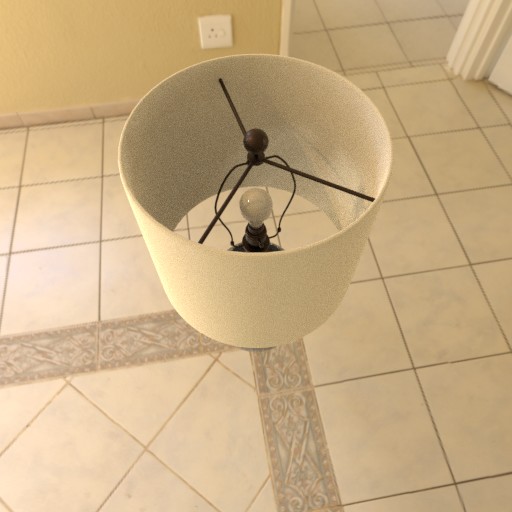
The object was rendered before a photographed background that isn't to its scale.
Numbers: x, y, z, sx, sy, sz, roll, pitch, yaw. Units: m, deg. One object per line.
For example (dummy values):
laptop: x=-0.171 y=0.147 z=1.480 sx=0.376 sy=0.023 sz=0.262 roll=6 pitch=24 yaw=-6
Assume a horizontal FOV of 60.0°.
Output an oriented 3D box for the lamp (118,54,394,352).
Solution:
lamp: x=0.000 y=0.000 z=0.765 sx=0.329 sy=0.570 sz=0.329 roll=-17 pitch=61 yaw=-10
